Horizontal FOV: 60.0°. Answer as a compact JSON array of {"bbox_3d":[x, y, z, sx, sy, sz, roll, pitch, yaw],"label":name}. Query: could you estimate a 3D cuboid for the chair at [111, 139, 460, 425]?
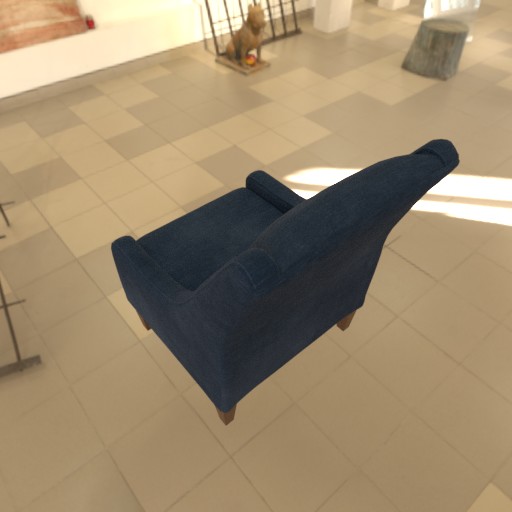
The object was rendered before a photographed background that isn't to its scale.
[{"bbox_3d":[0.000,0.000,1.607,0.774,1.014,0.870,-31,53,-27],"label":"chair"}]
